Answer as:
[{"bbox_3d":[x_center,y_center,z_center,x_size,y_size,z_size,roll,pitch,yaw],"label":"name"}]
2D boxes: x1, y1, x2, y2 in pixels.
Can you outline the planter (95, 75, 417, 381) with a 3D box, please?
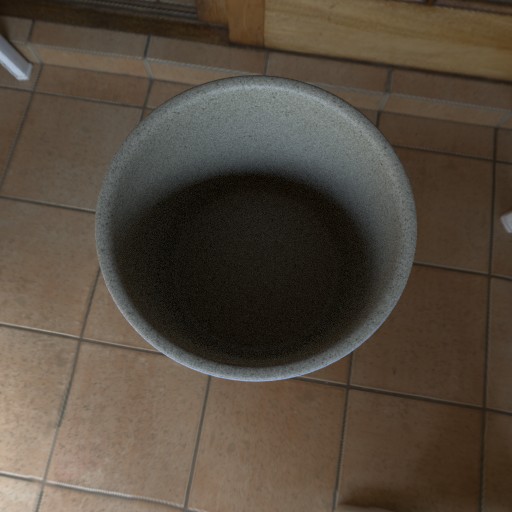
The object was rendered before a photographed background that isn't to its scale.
[{"bbox_3d":[0.000,0.000,0.358,0.191,0.200,0.191,0,75,0],"label":"planter"}]
